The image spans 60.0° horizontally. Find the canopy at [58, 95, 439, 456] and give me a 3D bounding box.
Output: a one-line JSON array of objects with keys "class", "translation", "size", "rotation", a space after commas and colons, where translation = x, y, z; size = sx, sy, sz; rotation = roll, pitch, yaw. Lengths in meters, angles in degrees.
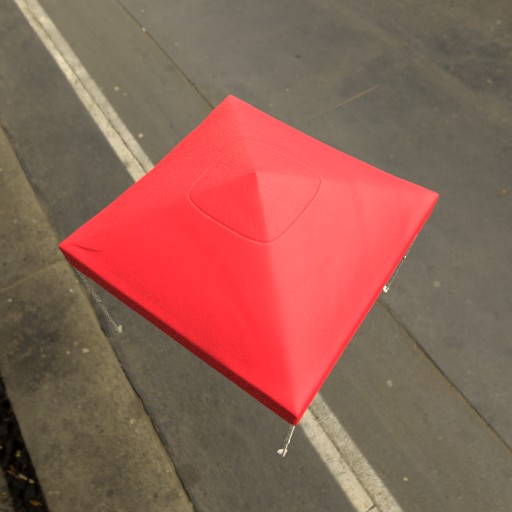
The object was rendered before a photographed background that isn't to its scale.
[{"class": "canopy", "translation": [0.000, 0.000, 5.443], "size": [2.998, 2.997, 2.996], "rotation": [31, 63, 18]}]
